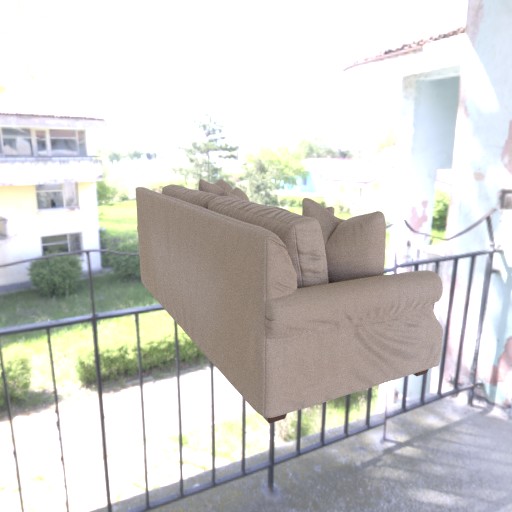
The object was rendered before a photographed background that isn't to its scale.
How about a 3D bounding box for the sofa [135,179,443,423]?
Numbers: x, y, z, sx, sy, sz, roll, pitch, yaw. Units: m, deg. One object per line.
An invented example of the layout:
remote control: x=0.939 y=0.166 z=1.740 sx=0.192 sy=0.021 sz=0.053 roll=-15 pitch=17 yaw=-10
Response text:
sofa: x=0.000 y=0.000 z=2.879 sx=1.067 sy=0.904 sz=2.285 roll=-7 pitch=16 yaw=-26
